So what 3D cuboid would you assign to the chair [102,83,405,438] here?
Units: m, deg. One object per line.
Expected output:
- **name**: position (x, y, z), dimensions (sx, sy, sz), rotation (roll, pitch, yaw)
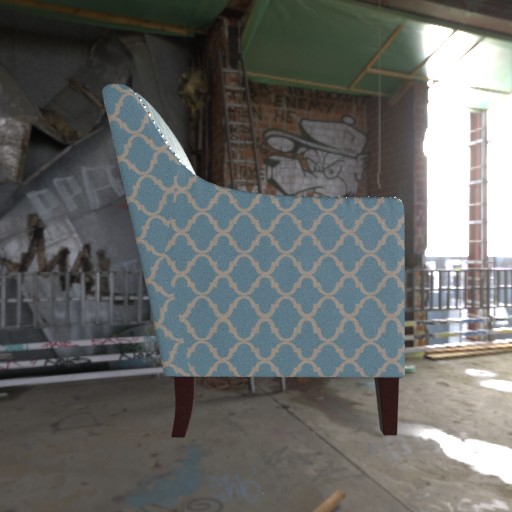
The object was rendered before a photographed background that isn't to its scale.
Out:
- **chair**: position (0.000, 0.000, 1.294), dimensions (0.686, 0.817, 0.617), rotation (0, 0, 1)
